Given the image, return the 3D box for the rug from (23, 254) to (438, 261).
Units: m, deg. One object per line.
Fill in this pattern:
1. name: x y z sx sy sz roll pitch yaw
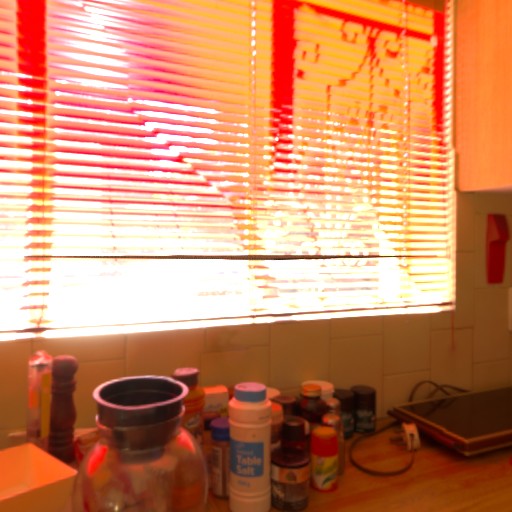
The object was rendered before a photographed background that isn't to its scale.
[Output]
1. rug: 0.000 0.000 4.096 2.456 0.021 3.068 0 1 36
